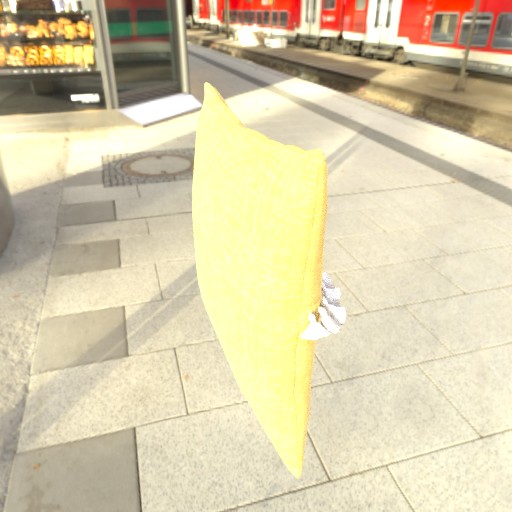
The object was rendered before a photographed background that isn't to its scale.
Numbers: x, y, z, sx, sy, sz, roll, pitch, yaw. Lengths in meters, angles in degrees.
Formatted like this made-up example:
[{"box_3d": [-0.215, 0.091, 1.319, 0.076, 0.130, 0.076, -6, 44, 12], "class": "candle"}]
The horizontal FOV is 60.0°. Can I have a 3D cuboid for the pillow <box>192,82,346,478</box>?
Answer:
[{"box_3d": [0.000, 0.000, 0.729, 0.167, 0.481, 0.485, -10, 31, -16], "class": "pillow"}]
